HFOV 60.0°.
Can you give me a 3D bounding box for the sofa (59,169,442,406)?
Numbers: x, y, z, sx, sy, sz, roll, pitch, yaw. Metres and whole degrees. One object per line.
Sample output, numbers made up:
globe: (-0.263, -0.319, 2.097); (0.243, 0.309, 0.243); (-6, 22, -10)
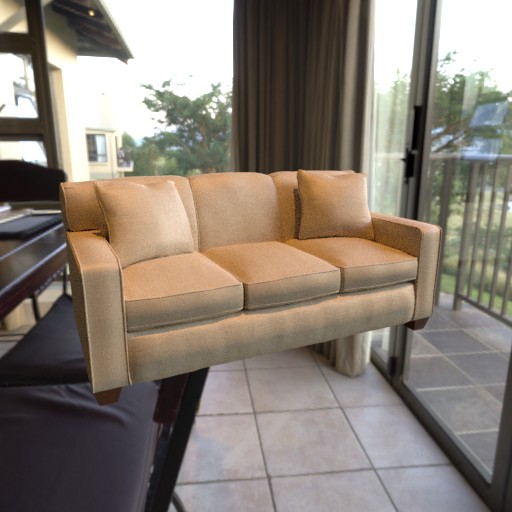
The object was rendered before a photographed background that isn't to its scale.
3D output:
sofa: (0.000, 0.000, 2.620); (2.024, 0.958, 0.997); (-7, 16, -25)
